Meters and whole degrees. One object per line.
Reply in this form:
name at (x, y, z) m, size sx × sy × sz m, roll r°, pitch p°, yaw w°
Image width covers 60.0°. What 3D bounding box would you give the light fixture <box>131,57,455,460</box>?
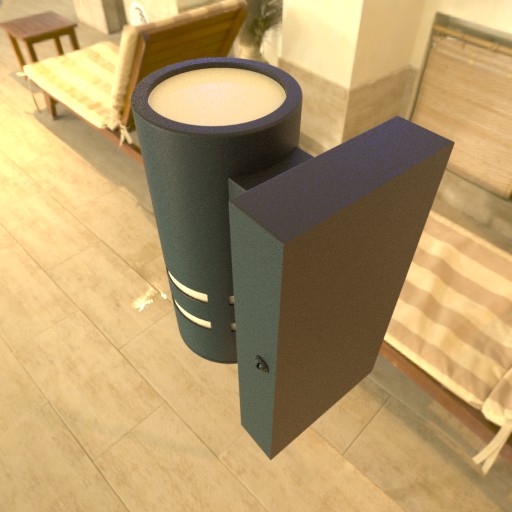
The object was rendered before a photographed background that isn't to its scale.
light fixture at (0.000, 0.000, 0.257) m, size 0.098 × 0.179 × 0.138 m, roll -31°, pitch 53°, yaw -27°
